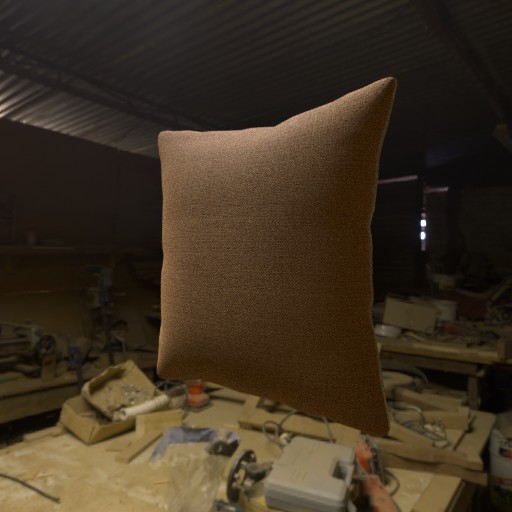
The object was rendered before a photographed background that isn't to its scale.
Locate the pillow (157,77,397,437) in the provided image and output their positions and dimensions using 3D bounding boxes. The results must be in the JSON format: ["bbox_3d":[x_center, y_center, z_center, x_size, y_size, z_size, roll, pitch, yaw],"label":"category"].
[{"bbox_3d":[0.000,0.000,0.664,0.432,0.437,0.147,0,0,37],"label":"pillow"}]
